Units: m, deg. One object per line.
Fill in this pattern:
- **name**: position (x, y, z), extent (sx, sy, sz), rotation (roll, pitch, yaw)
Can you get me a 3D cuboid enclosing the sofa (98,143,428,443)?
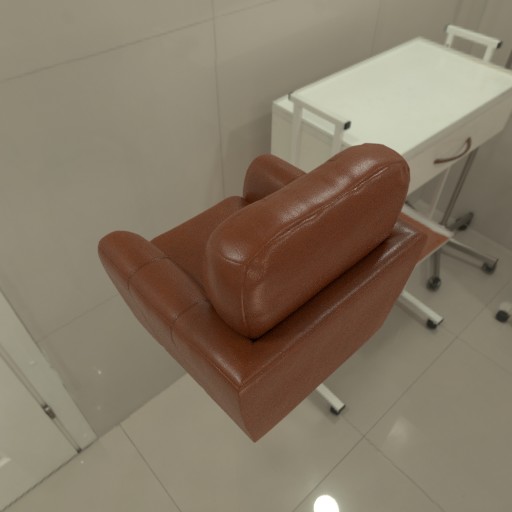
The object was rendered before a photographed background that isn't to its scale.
- **sofa**: position (0.000, 0.000, 1.529), extent (0.836, 0.876, 0.789), rotation (-33, 55, -28)
